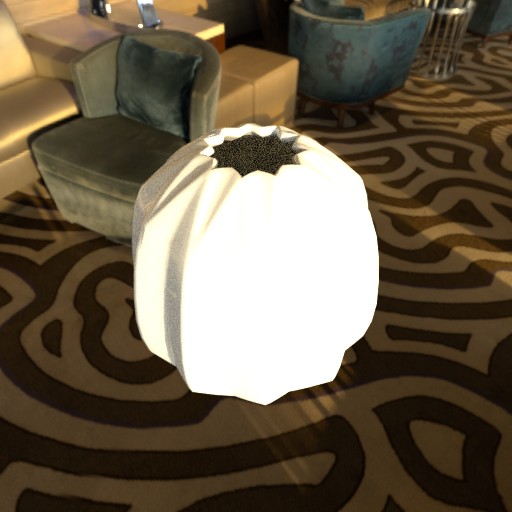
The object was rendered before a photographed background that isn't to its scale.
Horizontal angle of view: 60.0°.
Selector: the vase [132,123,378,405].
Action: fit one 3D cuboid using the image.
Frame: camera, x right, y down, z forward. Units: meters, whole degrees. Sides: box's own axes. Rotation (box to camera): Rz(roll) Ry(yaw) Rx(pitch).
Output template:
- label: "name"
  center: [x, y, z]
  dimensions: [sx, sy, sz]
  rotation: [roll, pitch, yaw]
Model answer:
- label: "vase"
  center: [0.000, 0.000, 0.247]
  dimensions: [0.139, 0.134, 0.139]
  rotation: [0, 42, 0]
